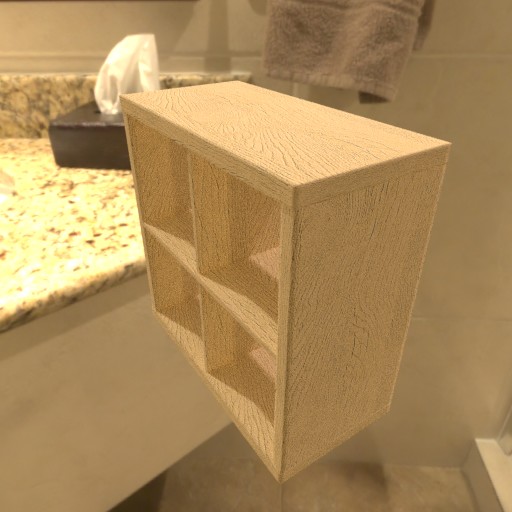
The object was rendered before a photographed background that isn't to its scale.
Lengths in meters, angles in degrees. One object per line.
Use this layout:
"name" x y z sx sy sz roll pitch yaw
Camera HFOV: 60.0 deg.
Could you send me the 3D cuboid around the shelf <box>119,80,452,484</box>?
"shelf" 0.000 0.000 1.257 0.390 0.786 0.790 -19 37 -28
